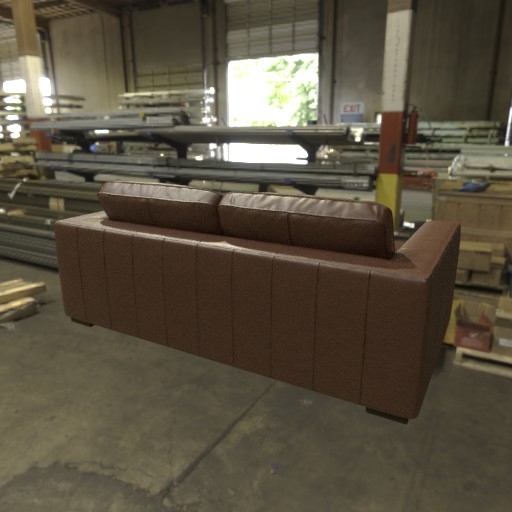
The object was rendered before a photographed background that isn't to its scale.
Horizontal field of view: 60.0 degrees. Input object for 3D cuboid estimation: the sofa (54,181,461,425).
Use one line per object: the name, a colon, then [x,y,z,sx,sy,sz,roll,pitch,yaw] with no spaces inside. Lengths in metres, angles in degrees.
sofa: [0.000,0.000,2.386,1.920,0.800,1.070,9,19,28]
